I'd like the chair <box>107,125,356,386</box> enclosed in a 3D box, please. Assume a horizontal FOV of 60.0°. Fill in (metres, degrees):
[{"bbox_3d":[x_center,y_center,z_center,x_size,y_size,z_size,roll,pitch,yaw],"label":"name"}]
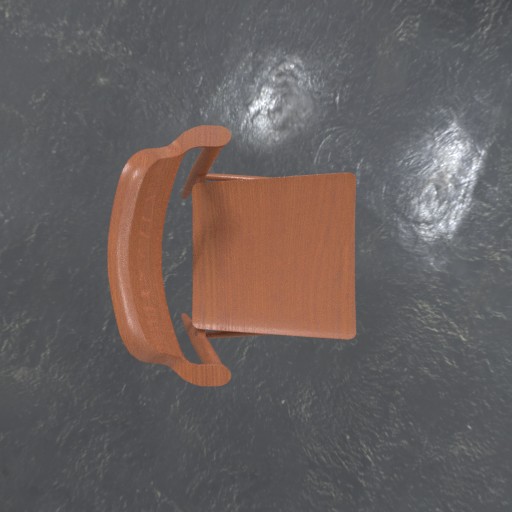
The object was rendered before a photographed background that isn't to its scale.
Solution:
[{"bbox_3d":[0.000,0.000,1.121,0.499,0.801,0.496,0,90,-1],"label":"chair"}]
